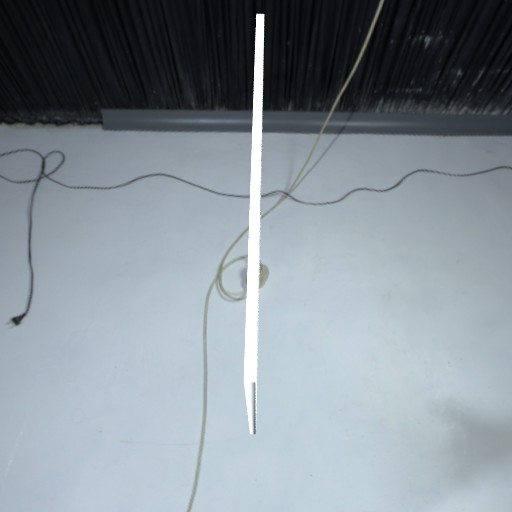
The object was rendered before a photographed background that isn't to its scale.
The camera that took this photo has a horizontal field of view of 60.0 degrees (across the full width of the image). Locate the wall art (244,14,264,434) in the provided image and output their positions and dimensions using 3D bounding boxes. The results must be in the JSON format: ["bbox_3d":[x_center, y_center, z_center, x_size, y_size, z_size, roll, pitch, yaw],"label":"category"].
[{"bbox_3d":[0.000,0.000,0.846,0.013,0.584,0.584,1,63,1],"label":"wall art"}]
